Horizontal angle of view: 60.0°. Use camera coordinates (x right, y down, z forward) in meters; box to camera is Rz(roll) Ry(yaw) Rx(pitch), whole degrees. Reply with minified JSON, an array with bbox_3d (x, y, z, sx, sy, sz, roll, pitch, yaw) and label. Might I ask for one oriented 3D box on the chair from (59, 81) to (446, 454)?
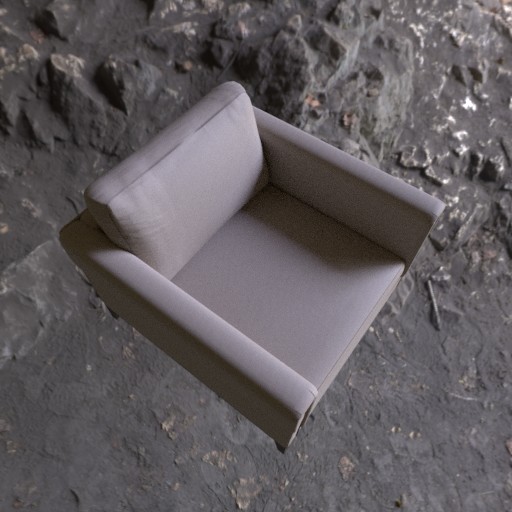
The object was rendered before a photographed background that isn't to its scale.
[{"bbox_3d":[0.000,0.000,1.663,0.959,0.838,0.914,33,63,19],"label":"chair"}]
